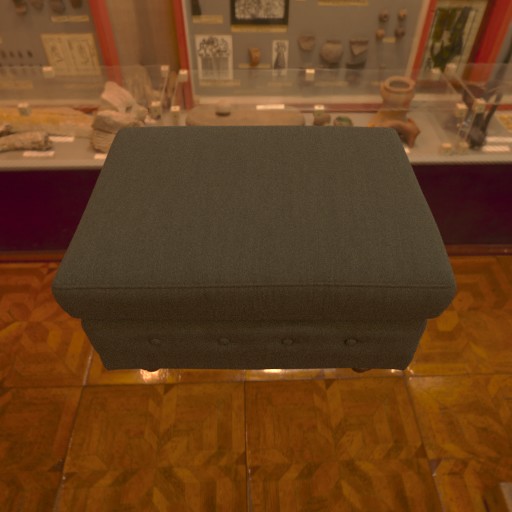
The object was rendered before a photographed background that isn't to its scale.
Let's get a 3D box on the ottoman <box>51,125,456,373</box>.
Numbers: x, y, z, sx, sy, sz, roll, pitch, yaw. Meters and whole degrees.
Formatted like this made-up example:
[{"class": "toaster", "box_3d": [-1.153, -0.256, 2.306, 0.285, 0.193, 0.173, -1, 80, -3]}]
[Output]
[{"class": "ottoman", "box_3d": [0.000, 0.000, 1.151, 0.771, 0.500, 0.569, 0, 47, 0]}]
